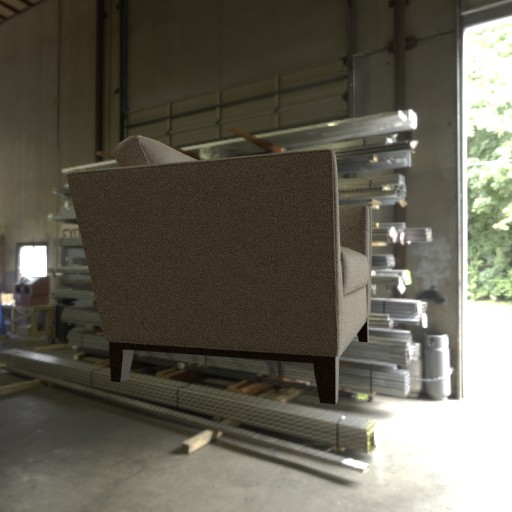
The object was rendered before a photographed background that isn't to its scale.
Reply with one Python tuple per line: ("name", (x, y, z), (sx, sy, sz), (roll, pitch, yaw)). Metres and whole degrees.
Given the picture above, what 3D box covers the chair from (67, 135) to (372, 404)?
("chair", (0.000, 0.000, 2.084), (0.965, 0.940, 1.397), (0, -1, 19))
